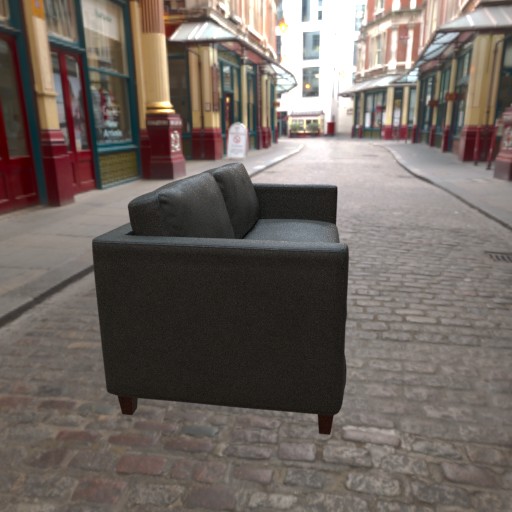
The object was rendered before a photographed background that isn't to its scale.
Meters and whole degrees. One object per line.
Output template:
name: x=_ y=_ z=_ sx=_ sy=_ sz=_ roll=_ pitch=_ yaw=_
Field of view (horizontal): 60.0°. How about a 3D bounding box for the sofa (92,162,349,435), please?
sofa: x=0.000 y=0.000 z=2.475 sx=0.951 sy=0.933 sz=1.883 roll=2 pitch=16 yaw=8
